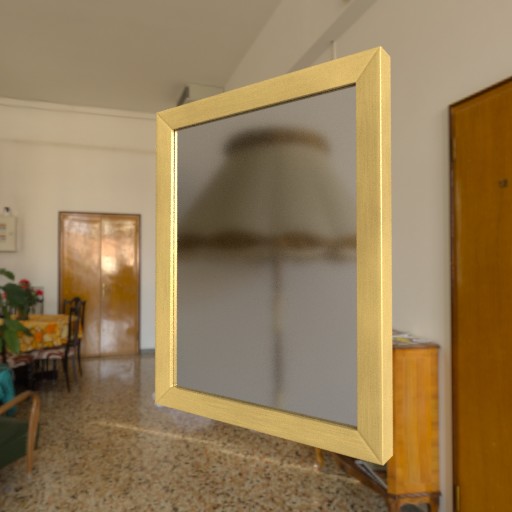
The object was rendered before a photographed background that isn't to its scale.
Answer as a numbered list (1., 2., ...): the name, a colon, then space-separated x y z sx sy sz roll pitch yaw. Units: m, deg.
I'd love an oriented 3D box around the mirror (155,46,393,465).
1. mirror: 0.000 0.000 0.671 0.405 0.508 0.041 -1 -1 36
